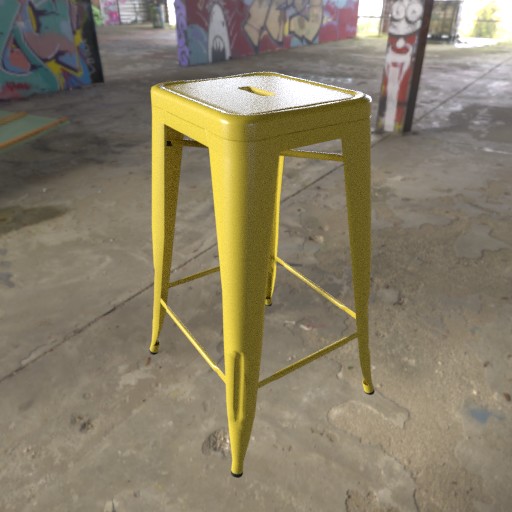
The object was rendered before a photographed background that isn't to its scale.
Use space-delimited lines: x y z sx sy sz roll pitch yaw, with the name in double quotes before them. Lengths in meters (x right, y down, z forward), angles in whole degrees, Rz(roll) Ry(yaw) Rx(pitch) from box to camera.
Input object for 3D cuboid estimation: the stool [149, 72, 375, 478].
"stool" 0.000 0.000 0.850 0.359 0.609 0.399 -20 36 -29
